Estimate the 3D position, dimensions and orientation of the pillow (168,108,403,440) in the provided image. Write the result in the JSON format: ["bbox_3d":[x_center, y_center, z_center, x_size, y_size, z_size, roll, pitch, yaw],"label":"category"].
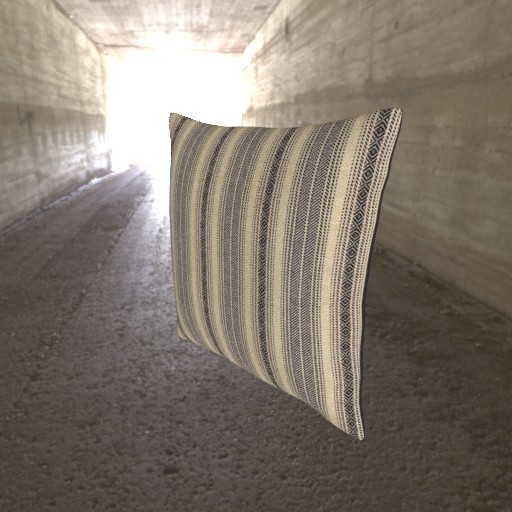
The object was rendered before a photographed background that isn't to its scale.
[{"bbox_3d":[0.000,0.000,0.812,0.166,0.508,0.520,-16,24,-42],"label":"pillow"}]
